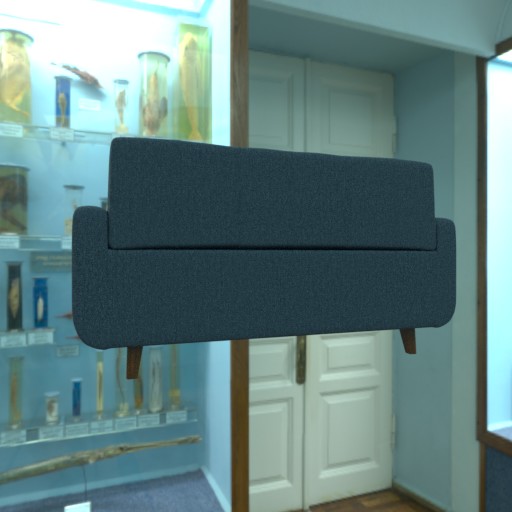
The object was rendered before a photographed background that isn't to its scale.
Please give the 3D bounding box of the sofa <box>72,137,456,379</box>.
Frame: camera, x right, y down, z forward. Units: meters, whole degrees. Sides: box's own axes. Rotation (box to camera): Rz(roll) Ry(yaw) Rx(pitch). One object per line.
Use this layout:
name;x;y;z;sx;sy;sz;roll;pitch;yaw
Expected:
sofa;0.000;0.000;2.211;1.651;0.896;0.942;0;0;-19
